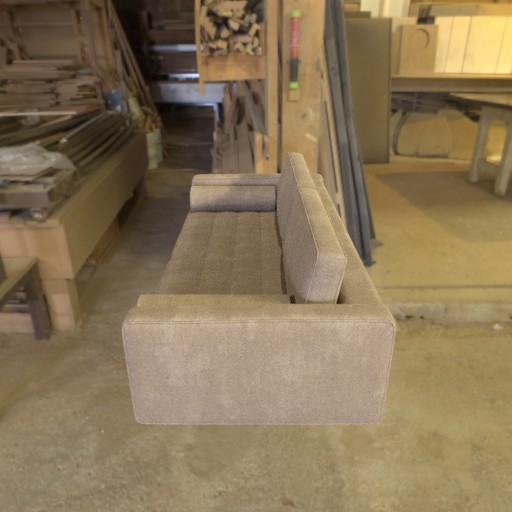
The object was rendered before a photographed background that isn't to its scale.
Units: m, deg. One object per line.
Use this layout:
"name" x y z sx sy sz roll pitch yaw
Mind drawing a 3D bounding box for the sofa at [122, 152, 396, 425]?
"sofa" 0.000 0.000 2.326 0.920 0.769 1.883 0 25 0
